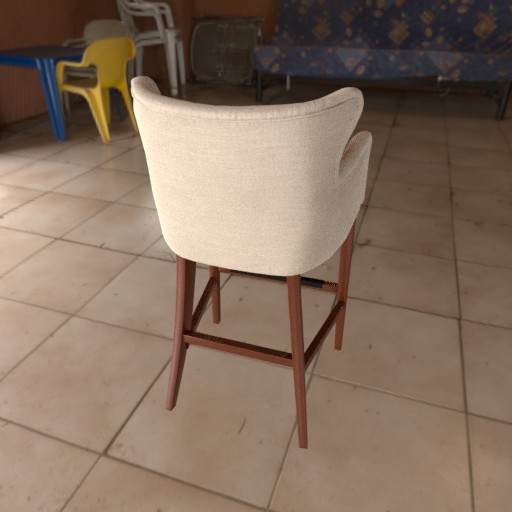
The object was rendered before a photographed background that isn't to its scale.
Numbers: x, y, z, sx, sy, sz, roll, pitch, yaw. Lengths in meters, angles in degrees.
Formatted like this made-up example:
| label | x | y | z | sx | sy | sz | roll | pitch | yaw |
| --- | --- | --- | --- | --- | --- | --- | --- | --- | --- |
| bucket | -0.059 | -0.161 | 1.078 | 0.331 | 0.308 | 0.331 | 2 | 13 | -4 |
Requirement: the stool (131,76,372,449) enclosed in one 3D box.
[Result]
| label | x | y | z | sx | sy | sz | roll | pitch | yaw |
| --- | --- | --- | --- | --- | --- | --- | --- | --- | --- |
| stool | 0.000 | 0.000 | 1.335 | 0.556 | 1.034 | 0.563 | 10 | 32 | 16 |
